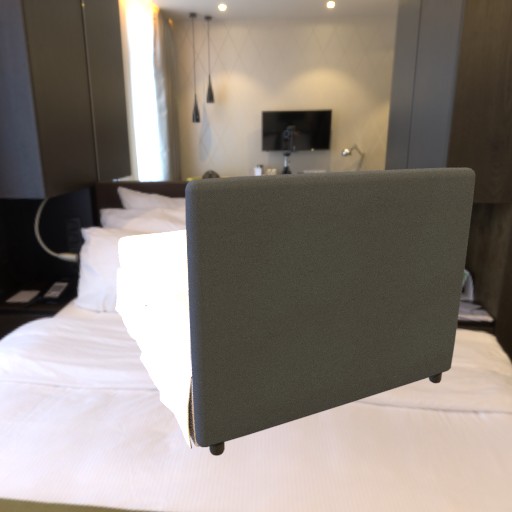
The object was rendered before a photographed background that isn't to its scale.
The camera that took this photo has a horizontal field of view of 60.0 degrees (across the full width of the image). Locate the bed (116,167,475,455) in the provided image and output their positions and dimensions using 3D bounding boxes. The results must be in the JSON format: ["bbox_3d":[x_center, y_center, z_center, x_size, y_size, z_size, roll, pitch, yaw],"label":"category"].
[{"bbox_3d":[0.000,0.000,3.170,1.713,1.330,2.162,-7,17,-25],"label":"bed"}]
